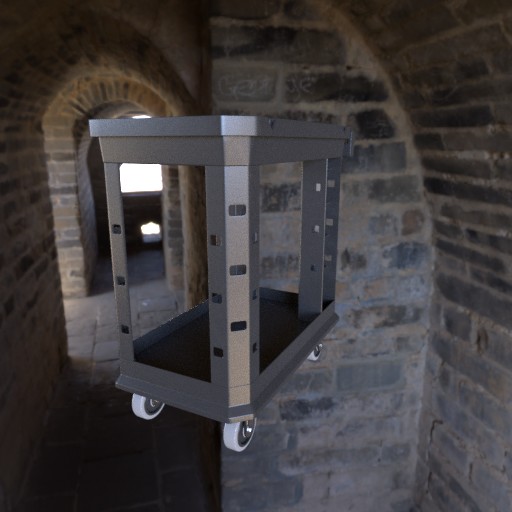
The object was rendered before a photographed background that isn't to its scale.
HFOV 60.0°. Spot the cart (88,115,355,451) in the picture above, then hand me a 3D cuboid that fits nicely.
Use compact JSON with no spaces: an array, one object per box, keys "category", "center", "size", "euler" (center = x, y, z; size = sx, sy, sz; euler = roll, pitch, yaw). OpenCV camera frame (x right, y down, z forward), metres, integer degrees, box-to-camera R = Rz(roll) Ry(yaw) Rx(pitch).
[{"category":"cart","center":[0.000,0.000,1.564],"size":[0.497,0.884,1.061],"euler":[7,16,26]}]
